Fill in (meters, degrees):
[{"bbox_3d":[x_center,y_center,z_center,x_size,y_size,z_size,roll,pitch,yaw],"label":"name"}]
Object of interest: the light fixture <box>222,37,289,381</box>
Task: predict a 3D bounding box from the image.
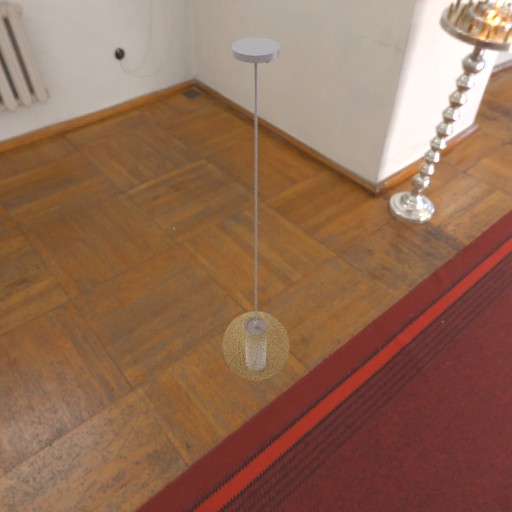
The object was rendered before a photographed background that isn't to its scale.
[{"bbox_3d":[0.000,0.000,2.148,0.407,1.955,0.406,3,45,3],"label":"light fixture"}]
